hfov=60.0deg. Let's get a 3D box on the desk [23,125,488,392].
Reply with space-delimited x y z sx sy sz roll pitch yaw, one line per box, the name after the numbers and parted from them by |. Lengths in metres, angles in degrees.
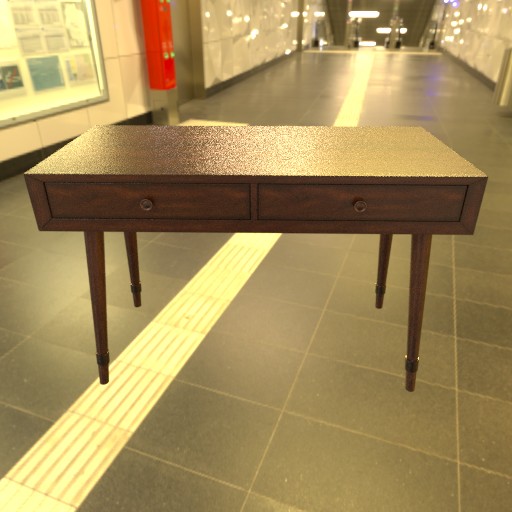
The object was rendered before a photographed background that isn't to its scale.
0.000 0.000 2.071 1.577 1.031 0.734 1 29 1 | desk
